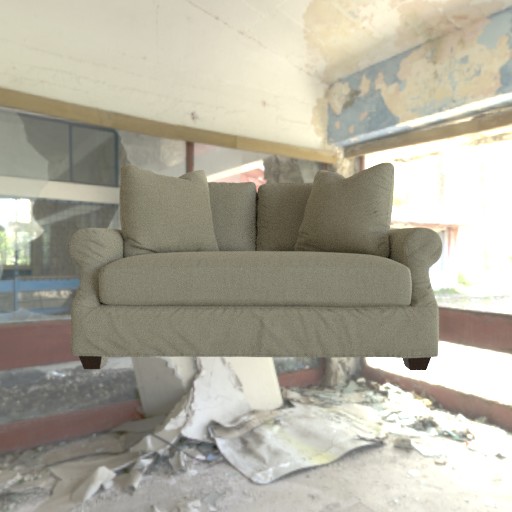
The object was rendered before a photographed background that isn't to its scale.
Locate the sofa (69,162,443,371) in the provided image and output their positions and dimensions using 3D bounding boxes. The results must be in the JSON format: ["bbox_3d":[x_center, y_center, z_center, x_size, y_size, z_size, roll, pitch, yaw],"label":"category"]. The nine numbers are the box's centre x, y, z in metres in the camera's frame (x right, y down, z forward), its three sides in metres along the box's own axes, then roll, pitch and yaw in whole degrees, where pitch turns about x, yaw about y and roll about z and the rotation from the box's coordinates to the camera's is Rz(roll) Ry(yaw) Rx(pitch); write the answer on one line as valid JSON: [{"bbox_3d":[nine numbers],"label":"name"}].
[{"bbox_3d":[0.000,0.000,2.210,1.550,0.905,1.070,0,0,1],"label":"sofa"}]
